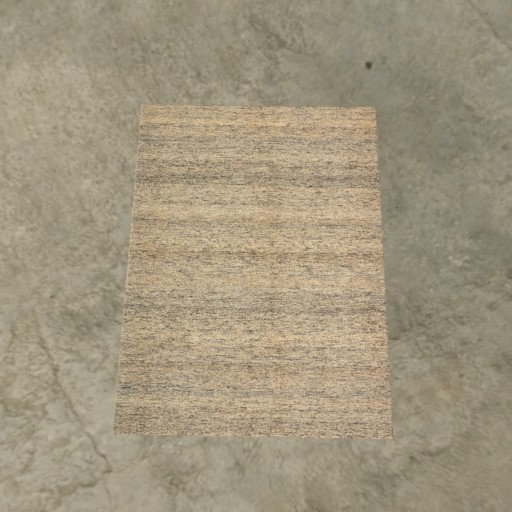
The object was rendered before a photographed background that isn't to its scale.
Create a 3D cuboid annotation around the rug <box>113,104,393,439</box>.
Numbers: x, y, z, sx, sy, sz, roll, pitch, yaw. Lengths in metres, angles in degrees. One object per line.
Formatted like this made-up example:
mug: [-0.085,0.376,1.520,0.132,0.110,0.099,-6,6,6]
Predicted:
rug: [0.000,0.000,4.195,2.414,0.036,3.199,1,76,0]
